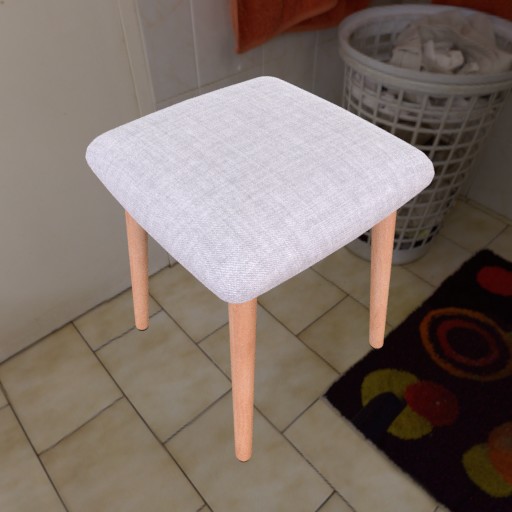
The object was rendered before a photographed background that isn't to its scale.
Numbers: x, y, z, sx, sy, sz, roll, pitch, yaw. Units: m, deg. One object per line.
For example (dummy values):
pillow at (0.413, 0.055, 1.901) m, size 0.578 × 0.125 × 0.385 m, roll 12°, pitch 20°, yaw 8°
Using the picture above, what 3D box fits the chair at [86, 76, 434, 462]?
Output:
chair at (0.000, 0.000, 0.702) m, size 0.350 × 0.440 × 0.350 m, roll -31°, pitch 53°, yaw -26°
